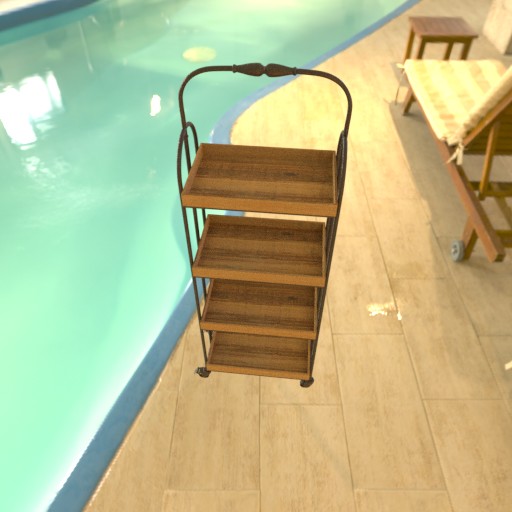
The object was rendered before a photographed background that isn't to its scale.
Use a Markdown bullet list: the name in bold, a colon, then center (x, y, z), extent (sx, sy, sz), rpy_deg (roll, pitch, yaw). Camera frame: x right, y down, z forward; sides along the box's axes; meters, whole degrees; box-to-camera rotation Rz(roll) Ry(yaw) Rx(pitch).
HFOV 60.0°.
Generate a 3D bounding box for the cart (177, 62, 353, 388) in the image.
- **cart**: center (0.000, 0.000, 1.729), extent (0.581, 1.481, 0.308), rpy_deg (4, 45, 4)
